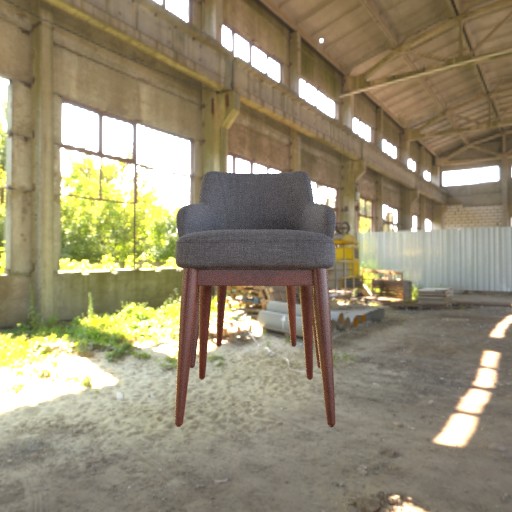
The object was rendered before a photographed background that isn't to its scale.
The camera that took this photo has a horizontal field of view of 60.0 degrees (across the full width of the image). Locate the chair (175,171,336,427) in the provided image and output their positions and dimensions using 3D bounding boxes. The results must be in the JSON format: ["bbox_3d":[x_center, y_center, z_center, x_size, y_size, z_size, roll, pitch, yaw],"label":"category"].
[{"bbox_3d":[0.000,0.000,1.564,0.584,0.799,1.107,0,-1,0],"label":"chair"}]
